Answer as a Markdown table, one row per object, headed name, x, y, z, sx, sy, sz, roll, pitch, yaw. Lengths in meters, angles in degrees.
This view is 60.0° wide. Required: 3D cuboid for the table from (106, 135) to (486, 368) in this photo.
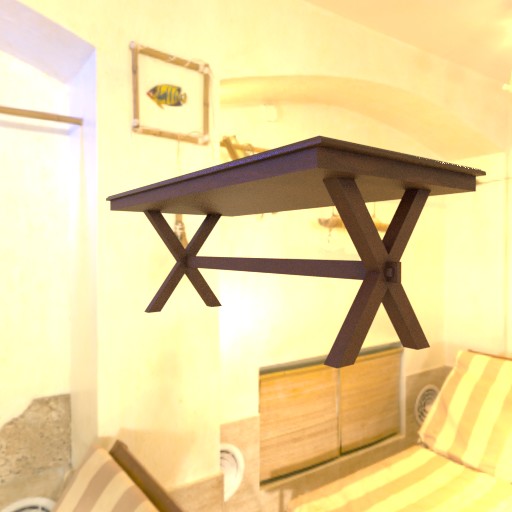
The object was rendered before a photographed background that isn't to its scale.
| name | x | y | z | sx | sy | sz | roll | pitch | yaw |
| --- | --- | --- | --- | --- | --- | --- | --- | --- | --- |
| table | 0.000 | 0.000 | 1.454 | 0.594 | 0.459 | 1.197 | -1 | 1 | -36 |
